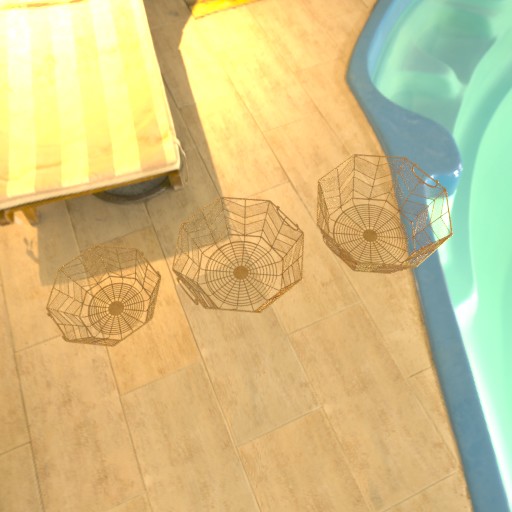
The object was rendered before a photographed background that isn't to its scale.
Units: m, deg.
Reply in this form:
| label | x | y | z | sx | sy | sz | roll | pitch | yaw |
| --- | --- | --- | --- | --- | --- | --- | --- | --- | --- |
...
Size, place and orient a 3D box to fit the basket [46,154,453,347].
| label | x | y | z | sx | sy | sz | roll | pitch | yaw |
| --- | --- | --- | --- | --- | --- | --- | --- | --- | --- |
| basket | 0.000 | 0.000 | 1.371 | 1.245 | 0.178 | 0.432 | -16 | 63 | -8 |
